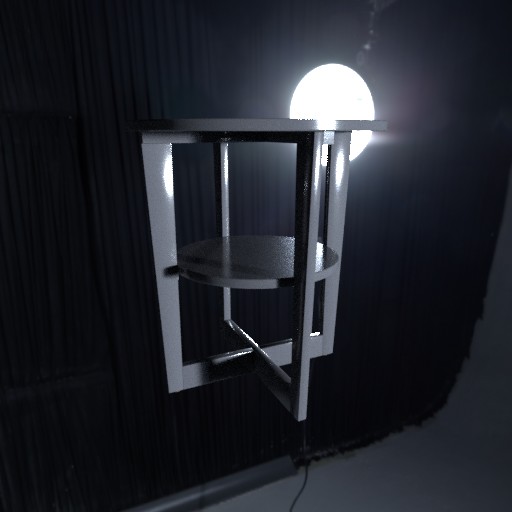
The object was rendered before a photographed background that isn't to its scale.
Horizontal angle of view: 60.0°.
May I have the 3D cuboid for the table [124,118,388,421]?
[{"bbox_3d":[0.000,0.000,0.949,0.500,0.550,0.500,0,16,0],"label":"table"}]
